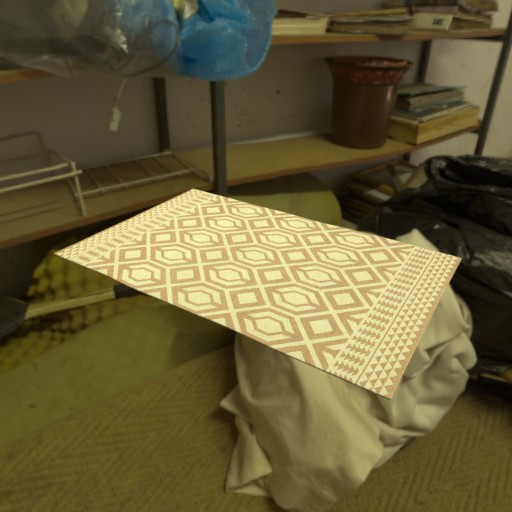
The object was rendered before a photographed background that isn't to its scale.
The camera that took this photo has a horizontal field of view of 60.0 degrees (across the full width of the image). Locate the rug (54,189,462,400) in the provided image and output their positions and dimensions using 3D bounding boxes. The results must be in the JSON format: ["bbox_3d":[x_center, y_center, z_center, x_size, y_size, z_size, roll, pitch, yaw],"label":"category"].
[{"bbox_3d":[0.000,0.000,3.117,2.435,0.011,1.526,18,34,28],"label":"rug"}]
